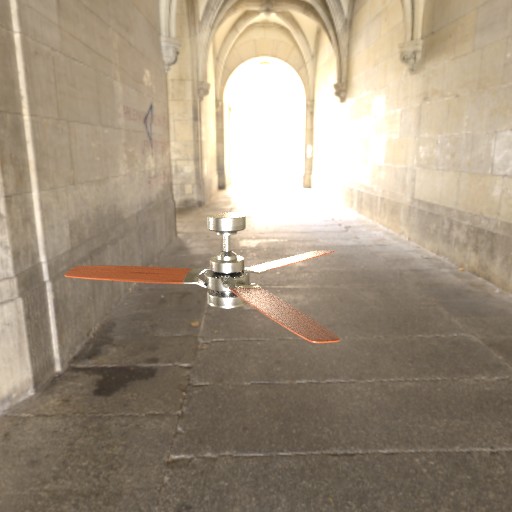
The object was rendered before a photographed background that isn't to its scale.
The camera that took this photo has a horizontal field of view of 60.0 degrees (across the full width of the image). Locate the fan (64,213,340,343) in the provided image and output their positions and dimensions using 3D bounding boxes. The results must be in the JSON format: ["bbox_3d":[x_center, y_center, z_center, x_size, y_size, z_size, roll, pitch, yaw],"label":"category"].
[{"bbox_3d":[0.000,0.000,2.088,1.416,0.410,1.271,13,18,42],"label":"fan"}]
